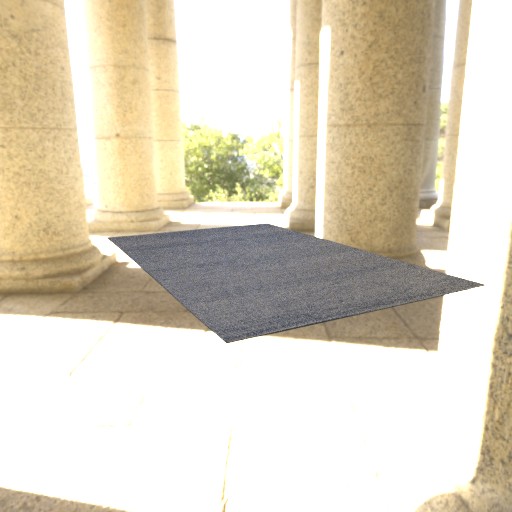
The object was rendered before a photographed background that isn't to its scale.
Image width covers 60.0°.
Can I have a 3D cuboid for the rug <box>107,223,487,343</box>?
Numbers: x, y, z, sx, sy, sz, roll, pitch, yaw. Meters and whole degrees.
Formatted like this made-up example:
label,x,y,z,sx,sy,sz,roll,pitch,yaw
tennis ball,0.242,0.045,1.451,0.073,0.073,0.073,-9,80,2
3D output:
label,x,y,z,sx,sy,sz,roll,pitch,yaw
rug,0.000,0.000,2.219,1.135,0.010,1.740,-7,15,-28
